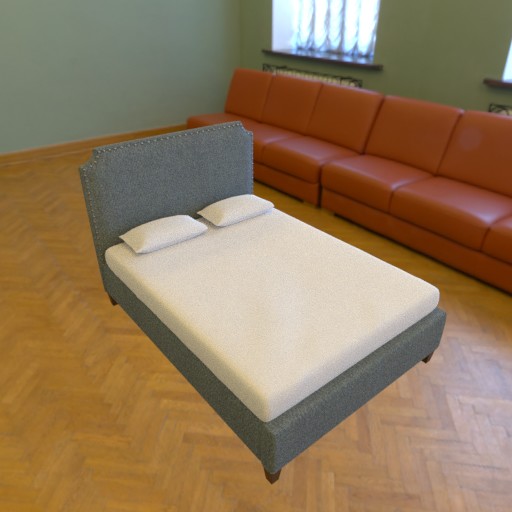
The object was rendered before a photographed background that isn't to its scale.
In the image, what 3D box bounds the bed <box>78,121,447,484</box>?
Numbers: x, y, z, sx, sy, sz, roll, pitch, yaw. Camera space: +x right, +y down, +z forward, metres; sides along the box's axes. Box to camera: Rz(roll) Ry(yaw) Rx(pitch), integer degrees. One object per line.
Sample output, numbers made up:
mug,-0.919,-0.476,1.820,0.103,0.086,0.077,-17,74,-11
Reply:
bed,0.000,0.000,3.426,1.712,1.443,2.372,-22,37,-33
